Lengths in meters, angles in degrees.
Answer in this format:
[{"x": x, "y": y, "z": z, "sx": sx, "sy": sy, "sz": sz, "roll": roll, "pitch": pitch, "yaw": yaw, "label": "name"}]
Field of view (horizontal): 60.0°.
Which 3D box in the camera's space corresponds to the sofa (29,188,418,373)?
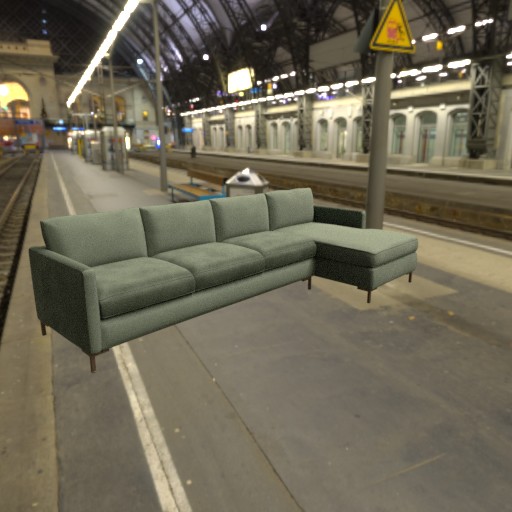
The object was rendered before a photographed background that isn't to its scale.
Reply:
[{"x": 0.000, "y": 0.000, "z": 3.225, "sx": 1.255, "sy": 0.756, "sz": 2.725, "roll": 14, "pitch": 20, "yaw": 42, "label": "sofa"}]
